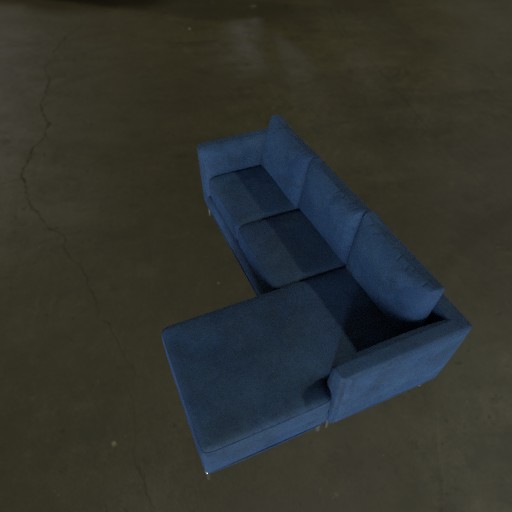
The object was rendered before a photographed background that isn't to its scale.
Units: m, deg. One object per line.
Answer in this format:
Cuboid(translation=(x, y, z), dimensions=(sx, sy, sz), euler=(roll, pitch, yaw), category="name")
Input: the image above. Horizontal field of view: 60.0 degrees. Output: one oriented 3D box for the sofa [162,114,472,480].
Cuboid(translation=(0.000, 0.000, 3.221), dimensions=(1.622, 0.987, 2.438), euler=(-17, 48, -16), category="sofa")
